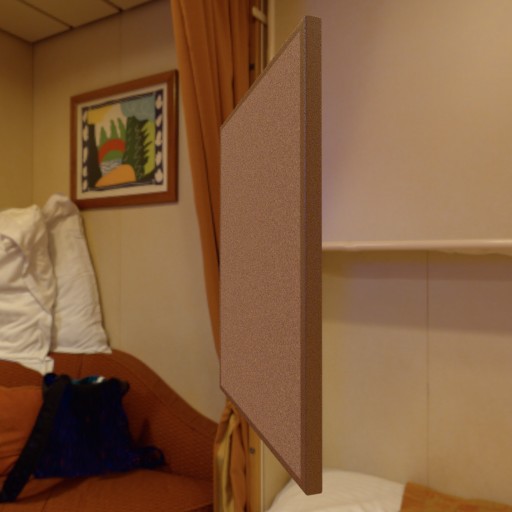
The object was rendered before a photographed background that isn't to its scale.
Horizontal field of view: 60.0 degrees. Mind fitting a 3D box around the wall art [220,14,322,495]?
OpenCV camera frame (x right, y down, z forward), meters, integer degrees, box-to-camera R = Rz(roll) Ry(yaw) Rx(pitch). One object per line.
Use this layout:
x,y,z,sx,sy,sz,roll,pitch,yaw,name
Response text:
0.000,0.000,0.498,0.015,0.379,0.310,0,-1,-17,wall art
